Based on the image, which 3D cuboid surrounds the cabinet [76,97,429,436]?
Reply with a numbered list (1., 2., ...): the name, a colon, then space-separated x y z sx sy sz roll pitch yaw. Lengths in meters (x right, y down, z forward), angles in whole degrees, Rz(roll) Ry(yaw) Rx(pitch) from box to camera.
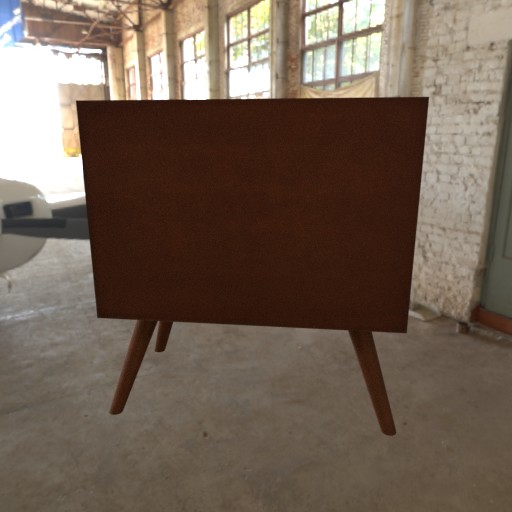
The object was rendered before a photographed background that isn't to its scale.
1. cabinet: 0.000 0.000 1.162 0.712 0.748 0.388 2 15 7
